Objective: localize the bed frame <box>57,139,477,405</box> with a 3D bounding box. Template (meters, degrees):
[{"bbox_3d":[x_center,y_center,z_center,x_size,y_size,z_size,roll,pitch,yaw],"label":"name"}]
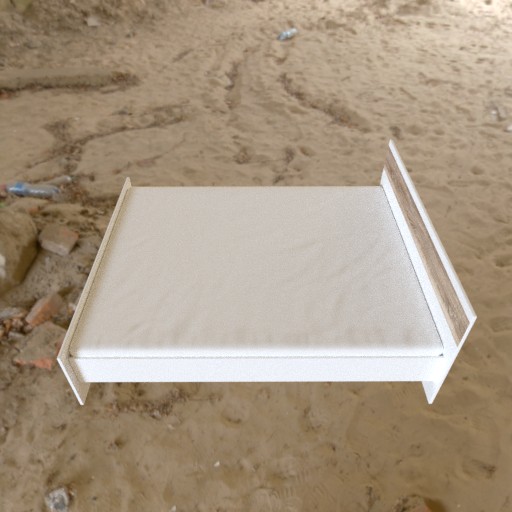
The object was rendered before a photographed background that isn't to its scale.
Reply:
[{"bbox_3d":[0.000,0.000,2.970,2.060,0.800,1.720,0,42,0],"label":"bed frame"}]
